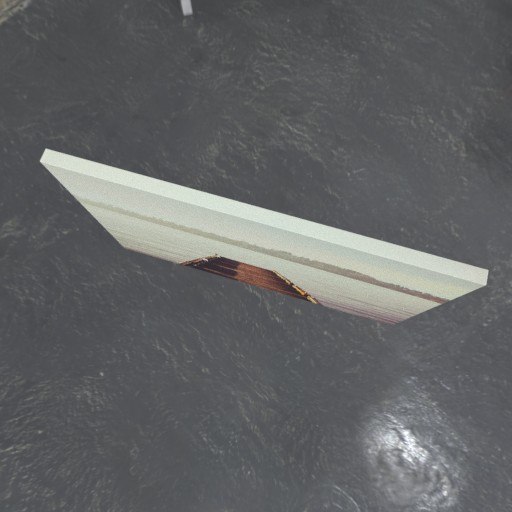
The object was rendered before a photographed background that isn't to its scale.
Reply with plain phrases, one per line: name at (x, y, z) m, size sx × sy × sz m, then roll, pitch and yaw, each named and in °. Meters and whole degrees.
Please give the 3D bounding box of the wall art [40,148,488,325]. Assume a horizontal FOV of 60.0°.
wall art at (0.000, 0.000, 1.465) m, size 1.149 × 0.765 × 0.040 m, roll 16°, pitch 75°, yaw 4°
